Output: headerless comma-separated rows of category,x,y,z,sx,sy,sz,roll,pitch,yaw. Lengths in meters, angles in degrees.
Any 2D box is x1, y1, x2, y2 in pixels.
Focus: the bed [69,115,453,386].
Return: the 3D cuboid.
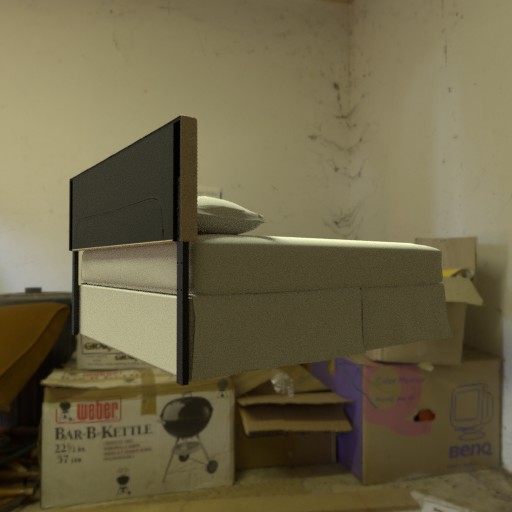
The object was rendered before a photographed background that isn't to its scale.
bed,0.000,0.000,2.829,1.876,1.016,1.616,1,-1,-37
